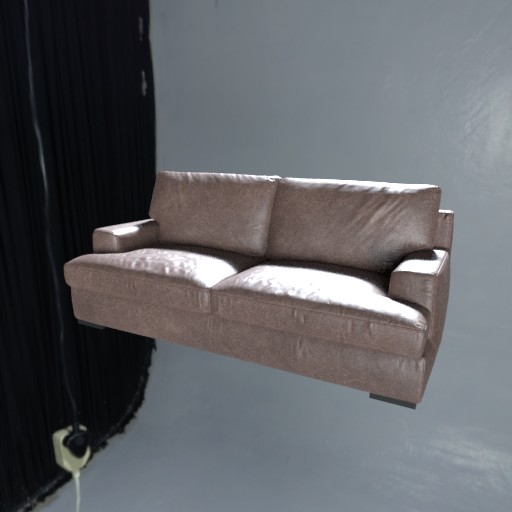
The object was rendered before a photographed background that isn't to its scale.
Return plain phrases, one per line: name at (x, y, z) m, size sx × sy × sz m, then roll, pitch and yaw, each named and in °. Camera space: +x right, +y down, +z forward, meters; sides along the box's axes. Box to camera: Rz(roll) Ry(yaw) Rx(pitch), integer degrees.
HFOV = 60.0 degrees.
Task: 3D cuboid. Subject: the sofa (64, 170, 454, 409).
sofa at (0.000, 0.000, 2.798) m, size 2.261 × 0.941 × 1.143 m, roll 8°, pitch 18°, yaw 25°
